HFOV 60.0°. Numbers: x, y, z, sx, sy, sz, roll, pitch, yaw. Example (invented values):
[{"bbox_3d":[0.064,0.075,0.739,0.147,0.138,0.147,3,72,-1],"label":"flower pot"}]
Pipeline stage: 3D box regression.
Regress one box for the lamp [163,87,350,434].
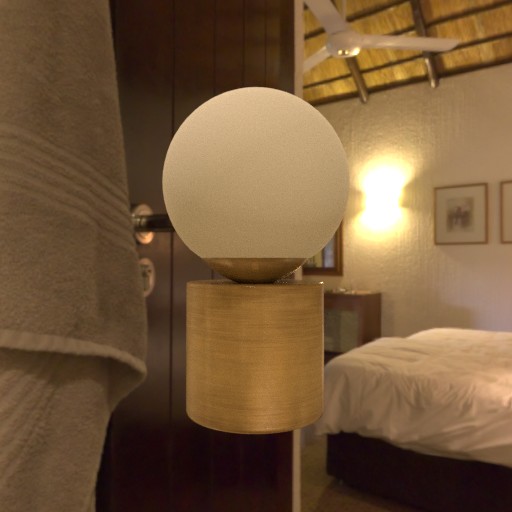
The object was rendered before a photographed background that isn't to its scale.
[{"bbox_3d":[0.000,0.000,0.346,0.141,0.250,0.152,0,-1,-1],"label":"lamp"}]
